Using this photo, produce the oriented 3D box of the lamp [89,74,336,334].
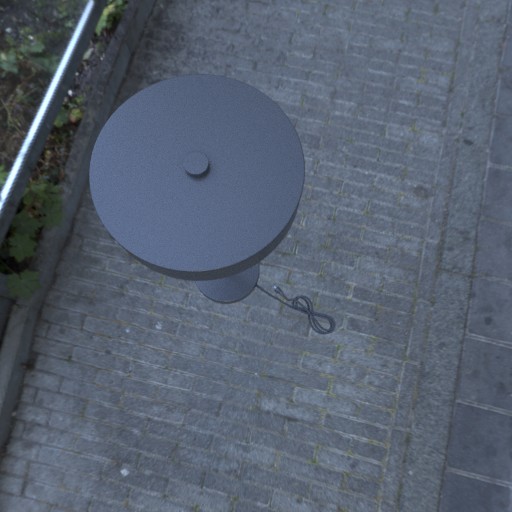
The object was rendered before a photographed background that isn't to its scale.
[{"bbox_3d":[0.000,0.000,0.698,0.369,0.508,0.229,27,77,7],"label":"lamp"}]
